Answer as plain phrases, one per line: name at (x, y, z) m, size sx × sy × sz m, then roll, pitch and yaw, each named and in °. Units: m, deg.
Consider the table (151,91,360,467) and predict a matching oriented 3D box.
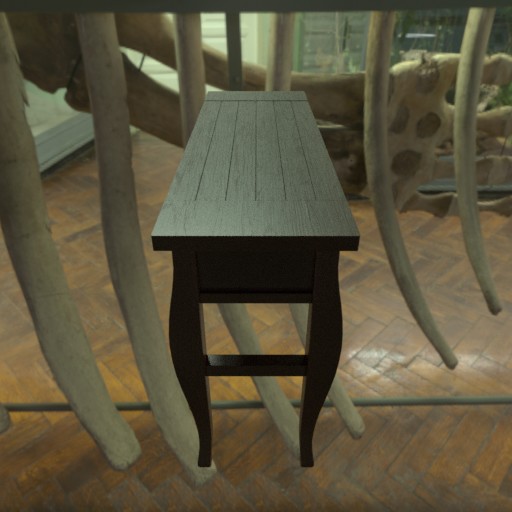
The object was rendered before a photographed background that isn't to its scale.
table at (0.000, 0.000, 1.406) m, size 0.373 × 0.768 × 1.062 m, roll 0°, pitch 33°, yaw 0°
